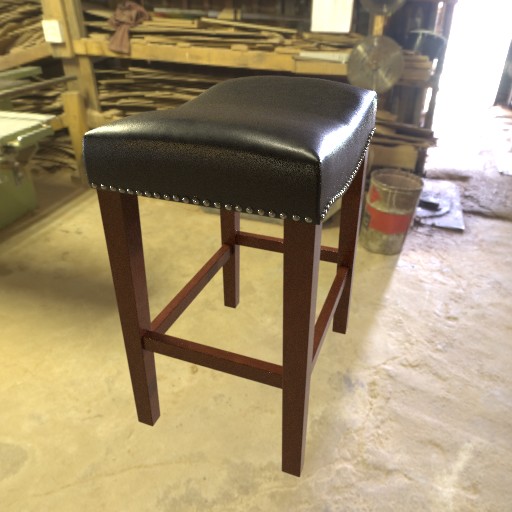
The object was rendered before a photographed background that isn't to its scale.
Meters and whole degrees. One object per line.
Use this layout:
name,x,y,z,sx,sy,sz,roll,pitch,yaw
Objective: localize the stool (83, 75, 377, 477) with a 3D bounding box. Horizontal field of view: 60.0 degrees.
stool,0.000,0.000,0.936,0.372,0.654,0.504,11,32,18
